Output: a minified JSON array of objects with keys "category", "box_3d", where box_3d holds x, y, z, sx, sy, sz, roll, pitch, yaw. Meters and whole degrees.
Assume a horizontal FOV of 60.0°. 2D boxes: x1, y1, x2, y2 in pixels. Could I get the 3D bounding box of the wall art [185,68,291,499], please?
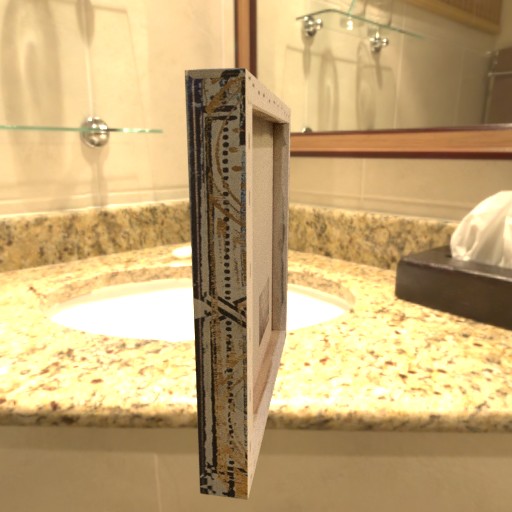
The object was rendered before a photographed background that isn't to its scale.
[{"category":"wall art","box_3d":[0.000,0.000,0.446,0.038,0.306,0.302,2,14,9]}]
